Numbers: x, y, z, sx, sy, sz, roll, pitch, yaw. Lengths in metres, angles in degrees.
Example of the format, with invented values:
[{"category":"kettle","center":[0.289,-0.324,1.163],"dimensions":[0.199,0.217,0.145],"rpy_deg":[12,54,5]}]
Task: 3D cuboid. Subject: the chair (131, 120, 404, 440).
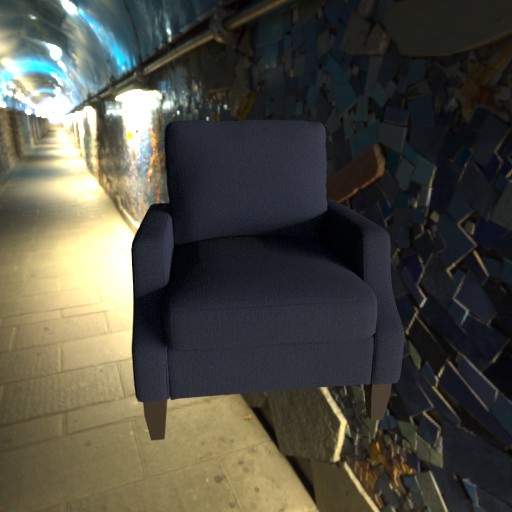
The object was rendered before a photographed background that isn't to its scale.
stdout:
[{"category":"chair","center":[0.000,0.000,1.691],"dimensions":[0.855,0.991,0.897],"rpy_deg":[-2,18,-7]}]
